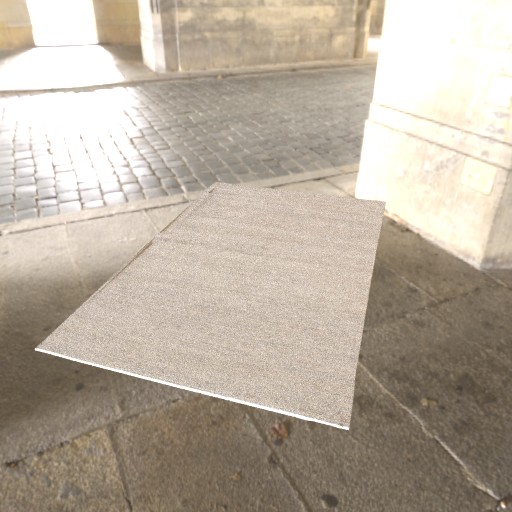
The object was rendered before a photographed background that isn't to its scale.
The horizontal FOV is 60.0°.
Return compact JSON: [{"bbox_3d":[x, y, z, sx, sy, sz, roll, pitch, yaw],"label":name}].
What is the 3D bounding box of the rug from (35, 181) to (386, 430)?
[{"bbox_3d":[0.000,0.000,2.257,1.179,0.022,1.820,9,32,15],"label":"rug"}]
